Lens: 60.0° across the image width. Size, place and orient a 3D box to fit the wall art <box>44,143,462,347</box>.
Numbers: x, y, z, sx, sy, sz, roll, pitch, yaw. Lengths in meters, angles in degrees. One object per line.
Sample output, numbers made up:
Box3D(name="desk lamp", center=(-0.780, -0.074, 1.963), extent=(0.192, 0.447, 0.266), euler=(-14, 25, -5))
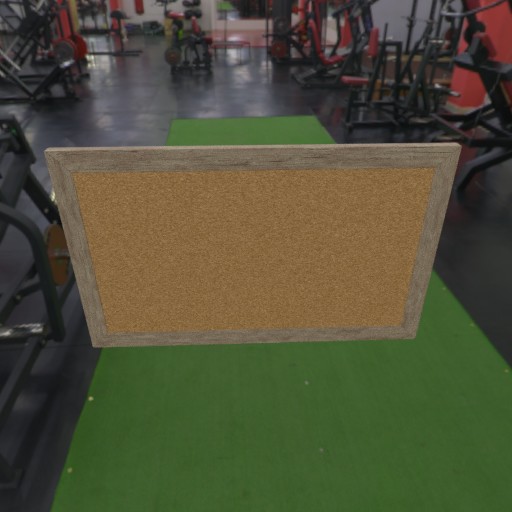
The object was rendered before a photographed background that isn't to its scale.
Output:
Box3D(name="wall art", center=(0.000, 0.000, 0.958), extent=(0.780, 0.480, 0.021), euler=(-1, 31, -2))
